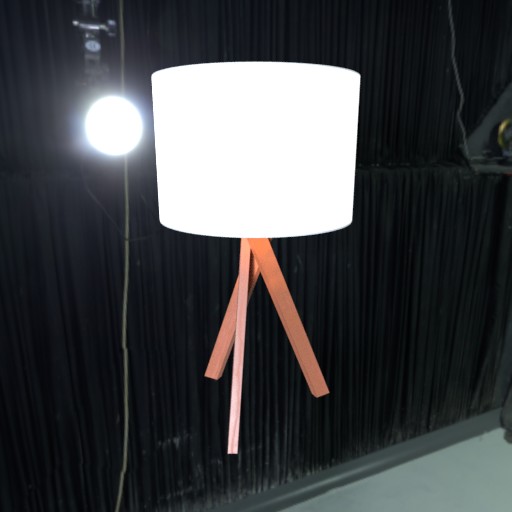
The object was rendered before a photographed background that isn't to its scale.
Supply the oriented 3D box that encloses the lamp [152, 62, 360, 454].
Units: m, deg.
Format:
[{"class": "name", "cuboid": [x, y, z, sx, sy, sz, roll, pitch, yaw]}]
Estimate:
[{"class": "lamp", "cuboid": [0.000, 0.000, 0.916, 0.380, 0.686, 0.380, -8, 17, -28]}]
